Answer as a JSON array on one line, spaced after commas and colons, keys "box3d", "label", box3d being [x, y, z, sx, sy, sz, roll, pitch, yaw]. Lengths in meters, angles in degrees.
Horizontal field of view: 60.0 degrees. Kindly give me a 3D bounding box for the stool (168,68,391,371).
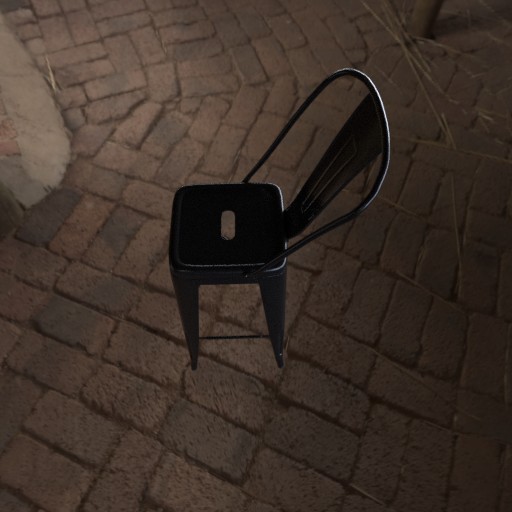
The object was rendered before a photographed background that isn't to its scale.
[{"box3d": [0.000, 0.000, 1.338, 0.513, 1.096, 0.399, -1, 60, -1], "label": "stool"}]
